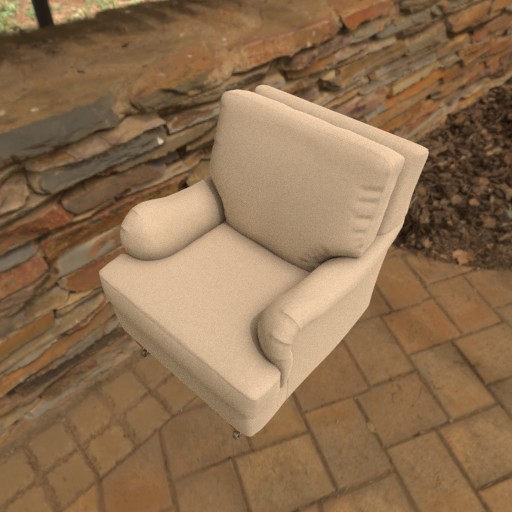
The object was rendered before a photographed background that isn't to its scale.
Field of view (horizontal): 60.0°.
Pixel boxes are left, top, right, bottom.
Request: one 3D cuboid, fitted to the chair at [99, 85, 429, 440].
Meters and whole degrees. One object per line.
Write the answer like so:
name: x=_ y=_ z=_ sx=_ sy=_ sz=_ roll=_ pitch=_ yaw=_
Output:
chair: x=0.000 y=0.000 z=1.904 sx=0.895 sy=1.076 sz=1.078 roll=32 pitch=54 yaw=27
